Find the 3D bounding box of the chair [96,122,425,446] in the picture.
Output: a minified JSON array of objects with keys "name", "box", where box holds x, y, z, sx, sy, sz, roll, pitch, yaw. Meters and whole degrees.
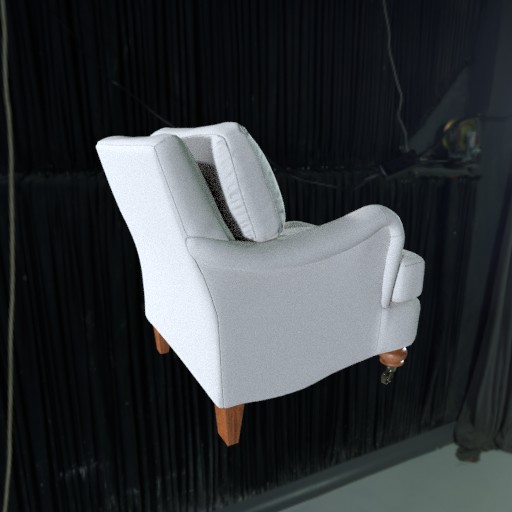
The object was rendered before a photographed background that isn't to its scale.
[{"name":"chair","box":[0.000,0.000,1.852,1.070,1.038,0.955,-8,16,-28]}]
